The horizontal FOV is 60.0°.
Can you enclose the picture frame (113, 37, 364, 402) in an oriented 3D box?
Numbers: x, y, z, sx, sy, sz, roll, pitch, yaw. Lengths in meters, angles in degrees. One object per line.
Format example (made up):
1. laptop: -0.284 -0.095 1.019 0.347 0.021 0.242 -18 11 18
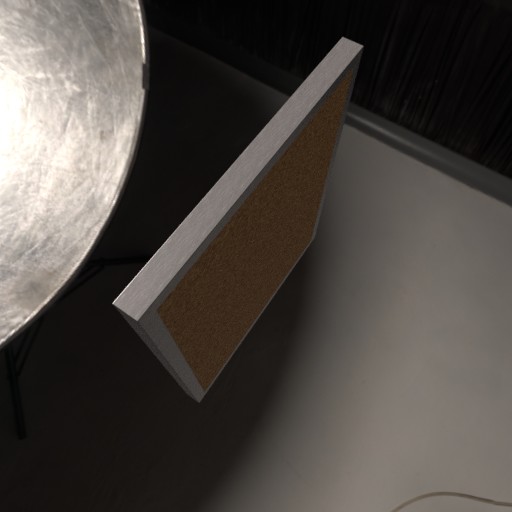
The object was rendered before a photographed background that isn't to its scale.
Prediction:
1. picture frame: 0.000 0.000 0.533 0.027 0.378 0.327 31 68 14
